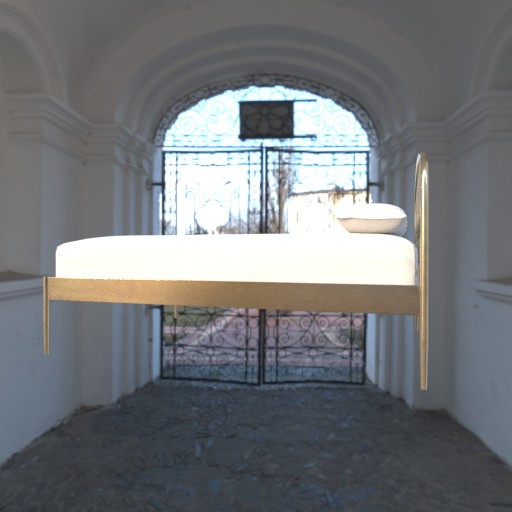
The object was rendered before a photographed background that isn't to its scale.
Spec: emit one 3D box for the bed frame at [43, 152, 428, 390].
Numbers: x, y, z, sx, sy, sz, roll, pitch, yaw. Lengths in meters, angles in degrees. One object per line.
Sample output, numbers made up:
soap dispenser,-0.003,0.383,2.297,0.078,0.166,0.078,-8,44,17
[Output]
bed frame,0.000,0.000,3.062,2.152,1.175,1.612,0,0,19
